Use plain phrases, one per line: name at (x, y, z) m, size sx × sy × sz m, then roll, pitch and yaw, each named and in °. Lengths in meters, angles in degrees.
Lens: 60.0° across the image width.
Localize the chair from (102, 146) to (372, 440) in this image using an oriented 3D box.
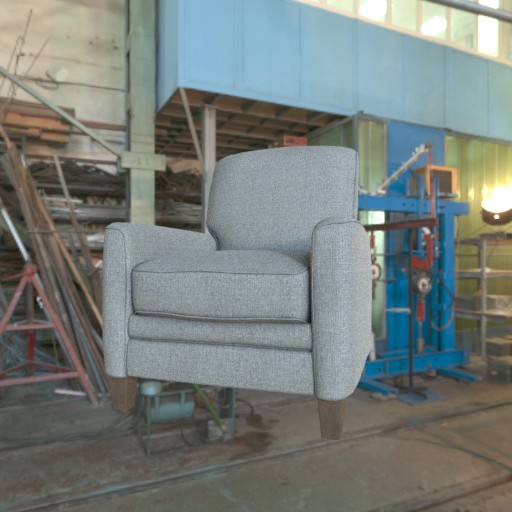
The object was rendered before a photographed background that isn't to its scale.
chair at (0.000, 0.000, 1.689) m, size 0.848 × 1.014 × 0.864 m, roll 0°, pitch 0°, yaw 19°
